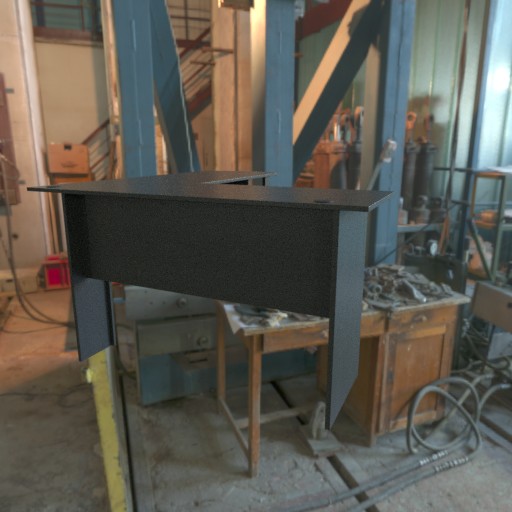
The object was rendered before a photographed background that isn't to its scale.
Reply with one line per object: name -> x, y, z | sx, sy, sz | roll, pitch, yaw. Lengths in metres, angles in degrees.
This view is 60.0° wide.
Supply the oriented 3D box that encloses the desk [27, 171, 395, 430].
desk -> 0.000, 0.000, 2.112 | 1.303, 0.716, 1.361 | 7, 15, 25
